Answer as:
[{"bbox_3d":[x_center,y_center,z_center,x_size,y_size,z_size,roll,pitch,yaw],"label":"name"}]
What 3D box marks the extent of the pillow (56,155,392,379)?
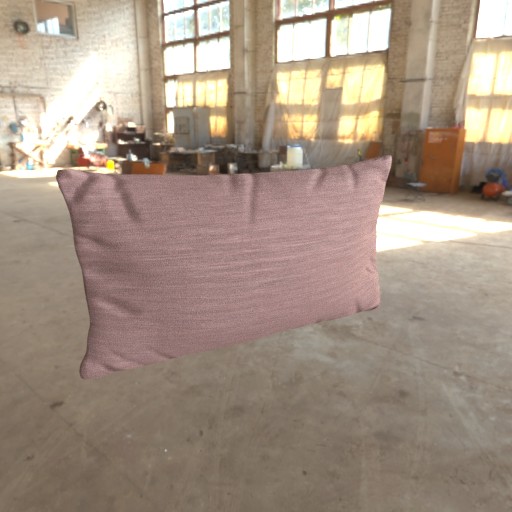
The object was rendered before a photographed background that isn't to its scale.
[{"bbox_3d":[0.000,0.000,0.803,0.633,0.338,0.210,-9,19,-27],"label":"pillow"}]
